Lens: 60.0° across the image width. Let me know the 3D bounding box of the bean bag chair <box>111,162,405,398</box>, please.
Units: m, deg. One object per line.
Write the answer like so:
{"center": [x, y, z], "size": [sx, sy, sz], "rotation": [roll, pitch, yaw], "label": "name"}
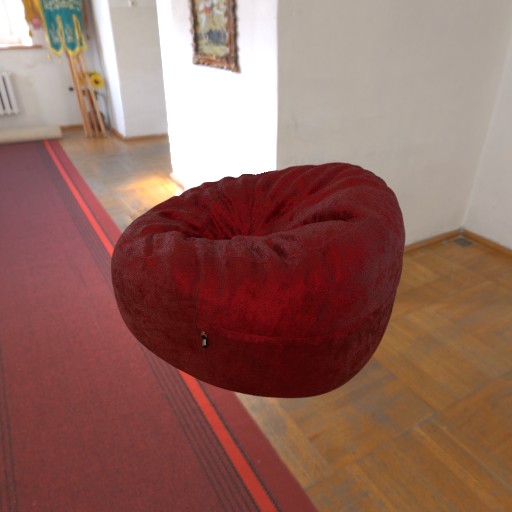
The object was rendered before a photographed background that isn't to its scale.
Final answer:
{"center": [0.000, 0.000, 2.436], "size": [1.524, 0.878, 1.524], "rotation": [8, 31, 13], "label": "bean bag chair"}
